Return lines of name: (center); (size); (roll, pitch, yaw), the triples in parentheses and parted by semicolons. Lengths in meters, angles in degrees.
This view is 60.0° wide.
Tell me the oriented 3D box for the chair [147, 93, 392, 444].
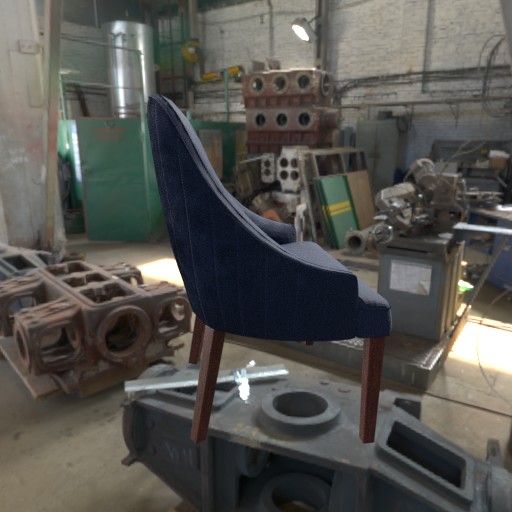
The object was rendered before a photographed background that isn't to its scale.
chair: (0.000, 0.000, 1.304); (0.575, 0.889, 0.643); (-2, 16, -9)
